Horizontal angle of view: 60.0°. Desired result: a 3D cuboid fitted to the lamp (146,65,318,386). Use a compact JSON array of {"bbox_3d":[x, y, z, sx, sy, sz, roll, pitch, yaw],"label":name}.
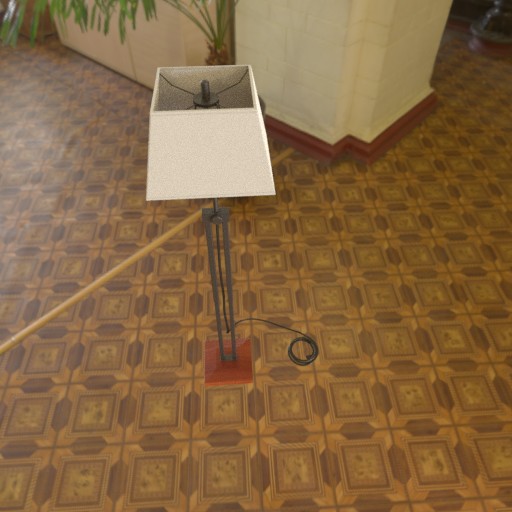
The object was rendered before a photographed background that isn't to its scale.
[{"bbox_3d":[0.000,0.000,2.010,0.745,1.712,0.472,-3,48,-3],"label":"lamp"}]
